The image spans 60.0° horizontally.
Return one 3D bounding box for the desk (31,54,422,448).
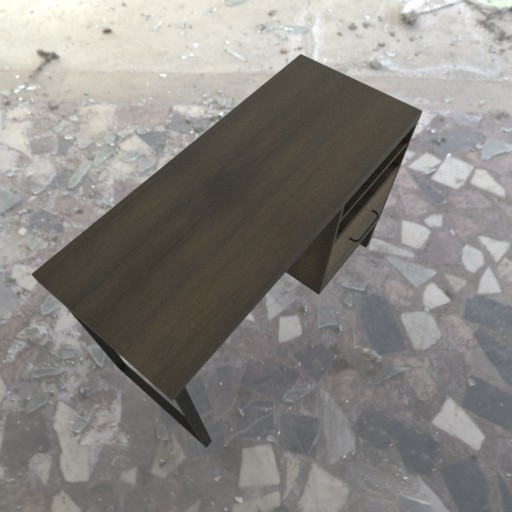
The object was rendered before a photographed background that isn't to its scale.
[{"bbox_3d":[0.000,0.000,1.556,0.511,0.752,1.134,34,64,19],"label":"desk"}]
